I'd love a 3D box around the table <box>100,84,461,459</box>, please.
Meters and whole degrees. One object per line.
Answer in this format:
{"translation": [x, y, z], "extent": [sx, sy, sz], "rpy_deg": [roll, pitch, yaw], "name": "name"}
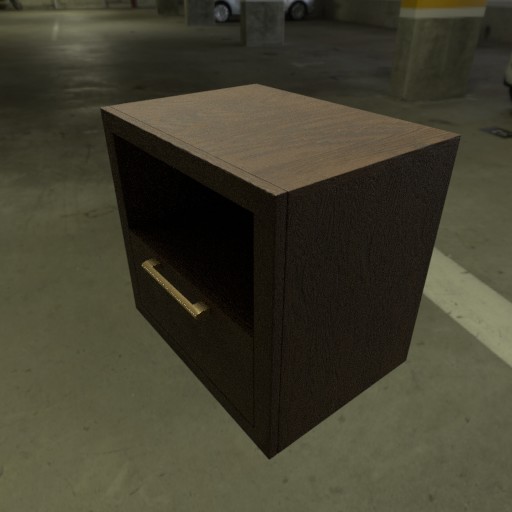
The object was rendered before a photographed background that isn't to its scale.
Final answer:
{"translation": [0.000, 0.000, 0.970], "extent": [0.439, 0.585, 0.560], "rpy_deg": [-22, 38, -32], "name": "table"}
